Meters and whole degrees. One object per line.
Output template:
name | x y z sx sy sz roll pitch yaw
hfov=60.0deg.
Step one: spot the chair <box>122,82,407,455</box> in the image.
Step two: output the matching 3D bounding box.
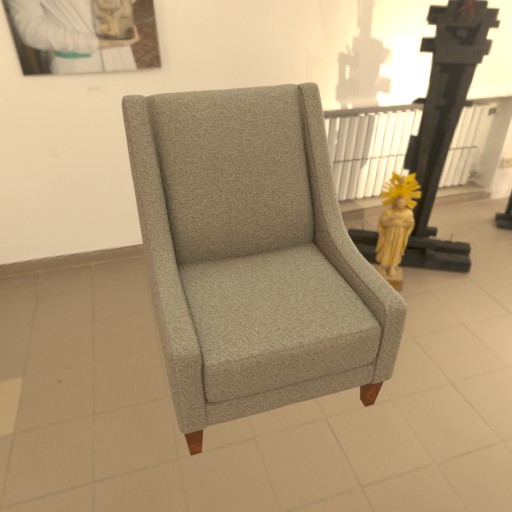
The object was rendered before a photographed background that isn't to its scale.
chair | 0.000 0.000 1.616 0.774 1.016 0.870 -10 34 -15
